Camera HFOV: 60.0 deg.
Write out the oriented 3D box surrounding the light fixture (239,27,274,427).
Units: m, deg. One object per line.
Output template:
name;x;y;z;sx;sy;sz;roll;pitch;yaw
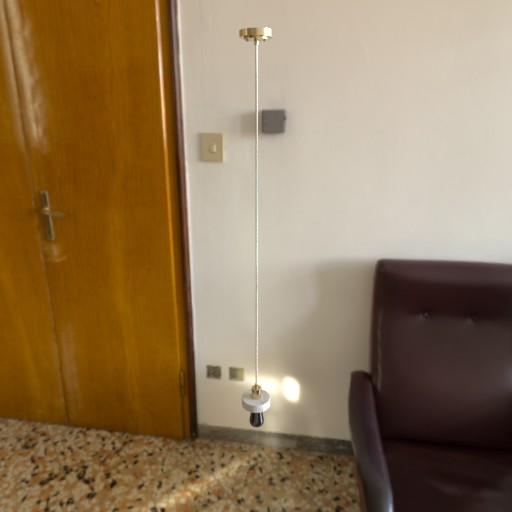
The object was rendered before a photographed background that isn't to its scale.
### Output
light fixture;0.000;0.000;1.818;0.129;1.669;0.129;-8;20;-25
